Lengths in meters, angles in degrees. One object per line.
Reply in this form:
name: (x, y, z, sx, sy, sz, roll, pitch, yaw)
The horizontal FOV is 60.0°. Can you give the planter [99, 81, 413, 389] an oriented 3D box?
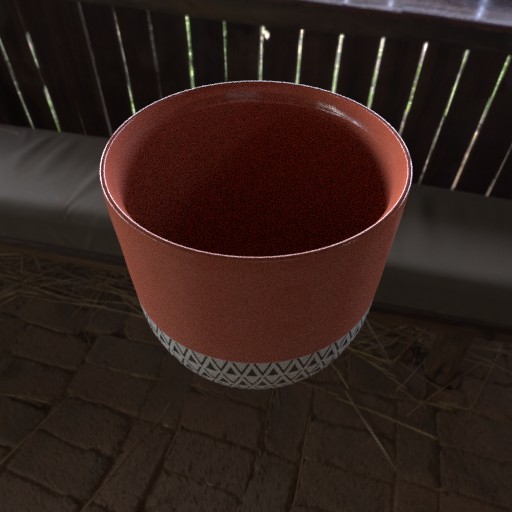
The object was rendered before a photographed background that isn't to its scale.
planter: (0.000, 0.000, 0.483, 0.266, 0.270, 0.266, 0, 46, 0)
